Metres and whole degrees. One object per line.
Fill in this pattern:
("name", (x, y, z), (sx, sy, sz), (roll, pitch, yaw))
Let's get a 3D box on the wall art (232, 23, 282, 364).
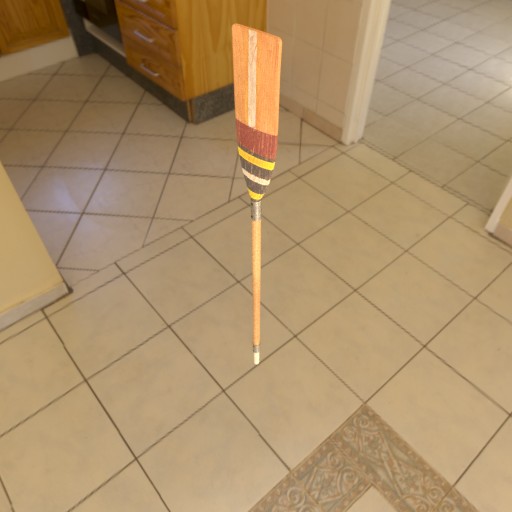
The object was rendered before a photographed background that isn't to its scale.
("wall art", (0.000, 0.000, 1.600), (0.146, 1.556, 0.038), (32, 55, 25))
